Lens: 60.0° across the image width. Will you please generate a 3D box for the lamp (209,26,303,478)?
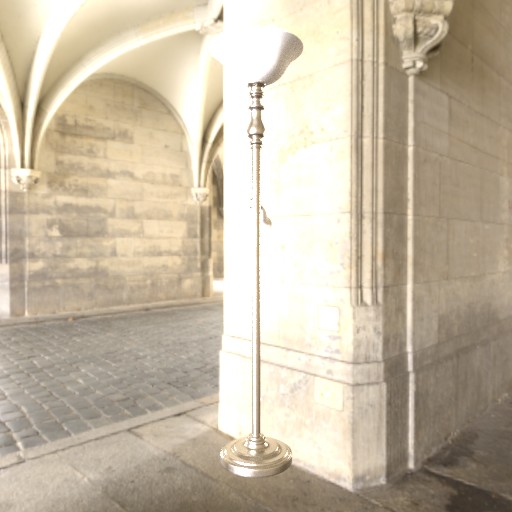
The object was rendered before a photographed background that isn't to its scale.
[{"bbox_3d":[0.000,0.000,2.013,0.405,1.785,0.575,0,1,-1],"label":"lamp"}]
